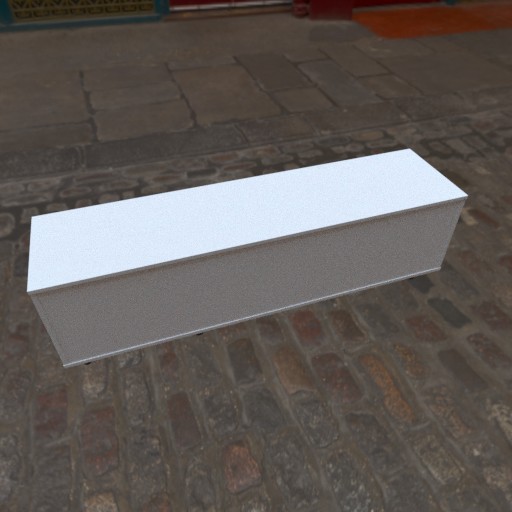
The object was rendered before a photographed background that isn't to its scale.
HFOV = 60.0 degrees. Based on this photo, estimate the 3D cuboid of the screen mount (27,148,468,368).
[{"bbox_3d":[0.000,0.000,1.849,1.600,0.520,0.418,-13,43,-14],"label":"screen mount"}]
